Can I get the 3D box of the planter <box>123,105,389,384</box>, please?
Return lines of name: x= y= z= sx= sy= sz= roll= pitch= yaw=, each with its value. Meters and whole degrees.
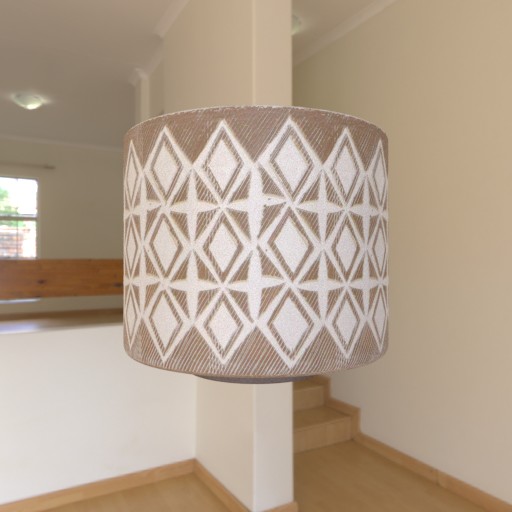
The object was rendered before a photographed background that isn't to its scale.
planter: x=0.000 y=0.000 z=0.337 sx=0.193 sy=0.165 sz=0.193 roll=0 pitch=0 yaw=0
